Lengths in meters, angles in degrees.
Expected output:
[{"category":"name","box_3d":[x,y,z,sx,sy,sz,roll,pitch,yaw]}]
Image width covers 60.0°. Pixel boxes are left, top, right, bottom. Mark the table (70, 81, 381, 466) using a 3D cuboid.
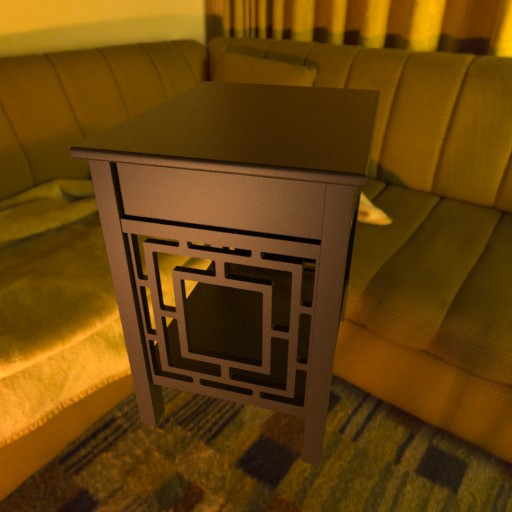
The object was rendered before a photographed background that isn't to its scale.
[{"category":"table","box_3d":[0.000,0.000,1.018,0.451,0.646,0.564,8,32,13]}]
